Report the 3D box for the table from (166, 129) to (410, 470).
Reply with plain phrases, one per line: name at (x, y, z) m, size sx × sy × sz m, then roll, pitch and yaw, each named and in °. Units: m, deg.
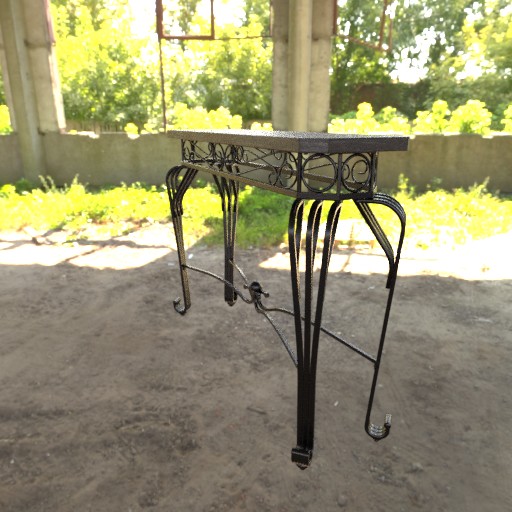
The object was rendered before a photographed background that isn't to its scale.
table at (0.000, 0.000, 1.485) m, size 0.329 × 0.800 × 1.112 m, roll -8°, pitch 19°, yaw -25°
